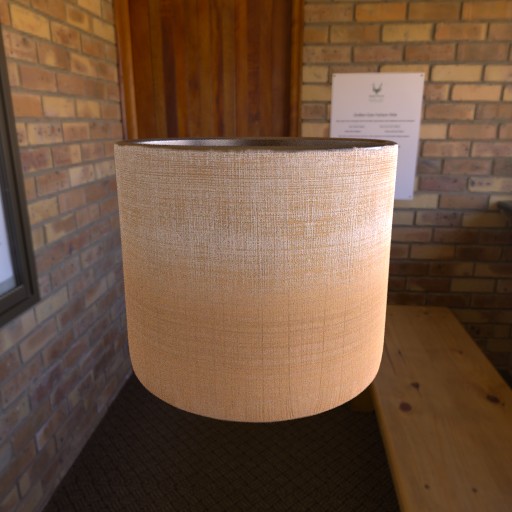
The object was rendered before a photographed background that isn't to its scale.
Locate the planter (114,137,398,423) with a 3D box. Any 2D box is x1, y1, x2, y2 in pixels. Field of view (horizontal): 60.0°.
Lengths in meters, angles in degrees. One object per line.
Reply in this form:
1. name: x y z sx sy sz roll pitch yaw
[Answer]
1. planter: 0.000 0.000 0.436 0.254 0.221 0.254 0 16 0
